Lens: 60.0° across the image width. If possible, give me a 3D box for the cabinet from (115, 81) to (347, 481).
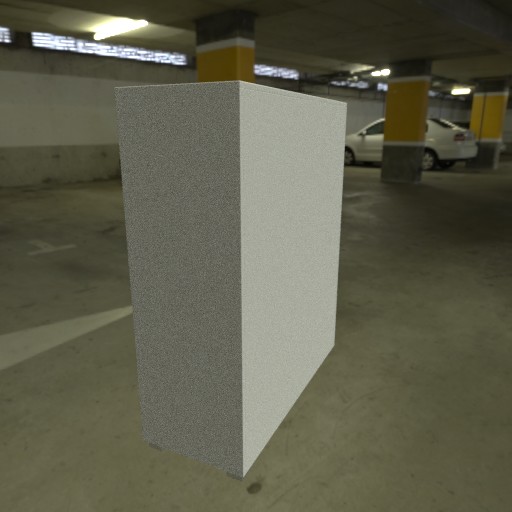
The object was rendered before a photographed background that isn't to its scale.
[{"bbox_3d":[0.000,0.000,1.759,0.400,1.190,1.000,8,17,25],"label":"cabinet"}]
